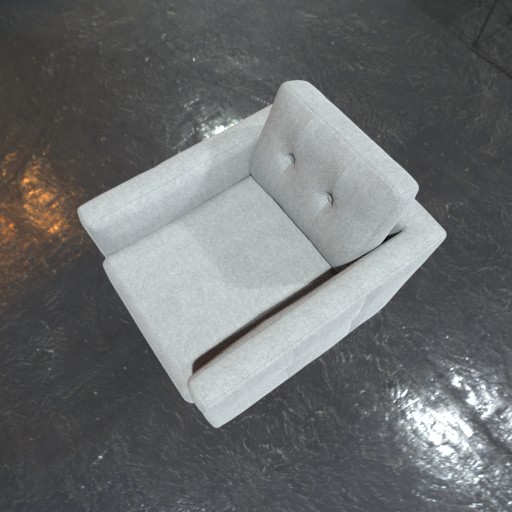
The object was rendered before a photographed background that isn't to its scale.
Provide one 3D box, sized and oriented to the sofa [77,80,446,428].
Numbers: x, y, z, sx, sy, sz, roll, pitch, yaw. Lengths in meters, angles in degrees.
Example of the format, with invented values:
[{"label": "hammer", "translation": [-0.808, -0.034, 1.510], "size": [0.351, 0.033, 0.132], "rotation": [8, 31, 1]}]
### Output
[{"label": "sofa", "translation": [0.000, 0.000, 1.549], "size": [0.920, 0.860, 0.770], "rotation": [-33, 67, -15]}]
